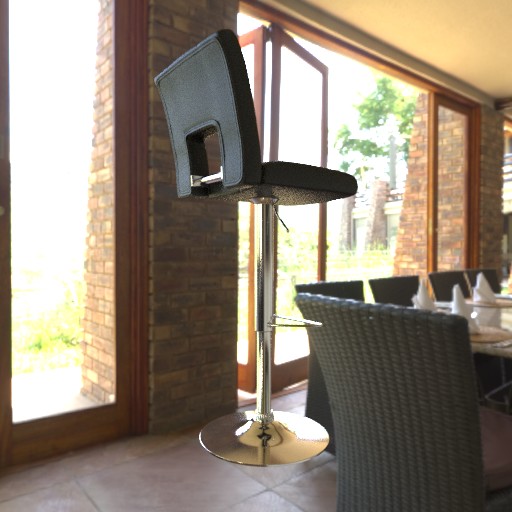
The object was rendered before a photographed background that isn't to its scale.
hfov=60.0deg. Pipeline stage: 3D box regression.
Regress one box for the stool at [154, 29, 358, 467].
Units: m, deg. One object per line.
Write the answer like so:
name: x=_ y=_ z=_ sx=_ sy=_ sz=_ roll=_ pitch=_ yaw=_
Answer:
stool: x=0.000 y=0.000 z=1.393 sx=0.520 sy=1.151 sz=0.415 roll=-1 pitch=1 yaw=-36
